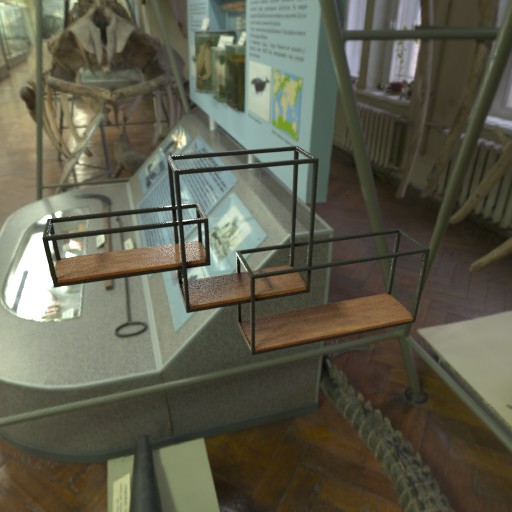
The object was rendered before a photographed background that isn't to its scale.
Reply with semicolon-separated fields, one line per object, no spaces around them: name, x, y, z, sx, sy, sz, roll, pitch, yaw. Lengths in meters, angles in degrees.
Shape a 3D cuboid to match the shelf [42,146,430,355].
shelf;0.000;0.000;2.137;1.781;0.972;0.275;-8;28;-15
